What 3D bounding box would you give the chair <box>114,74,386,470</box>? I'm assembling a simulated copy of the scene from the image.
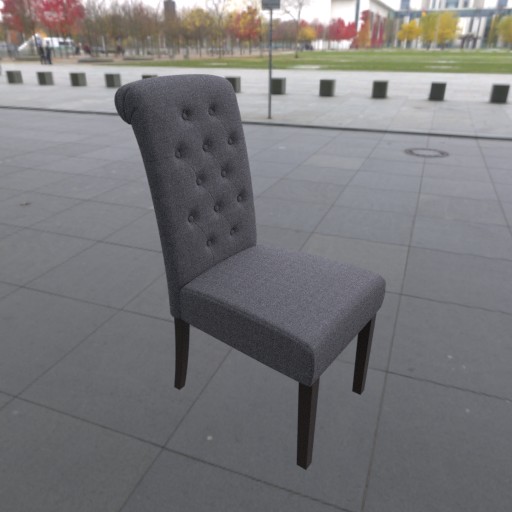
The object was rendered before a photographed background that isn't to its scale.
[{"bbox_3d":[0.000,0.000,1.352,0.671,1.006,0.456,17,30,32],"label":"chair"}]
